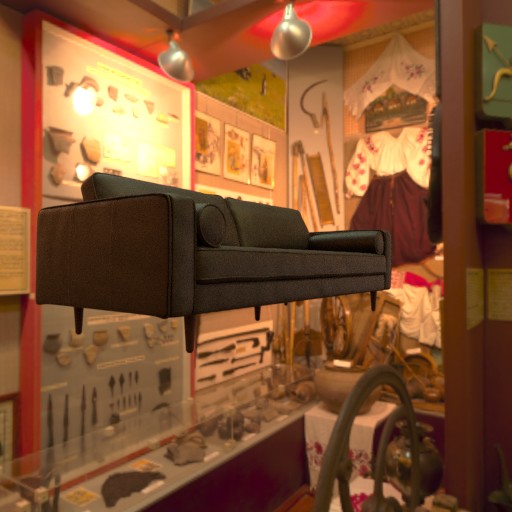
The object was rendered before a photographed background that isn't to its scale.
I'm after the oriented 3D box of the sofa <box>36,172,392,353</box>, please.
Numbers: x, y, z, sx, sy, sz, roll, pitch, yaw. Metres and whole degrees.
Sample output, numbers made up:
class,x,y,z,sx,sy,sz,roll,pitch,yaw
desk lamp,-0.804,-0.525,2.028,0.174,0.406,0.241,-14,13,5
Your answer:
class,x,y,z,sx,sy,sz,roll,pitch,yaw
sofa,0.000,0.000,2.618,0.914,0.762,2.210,-1,-1,36
